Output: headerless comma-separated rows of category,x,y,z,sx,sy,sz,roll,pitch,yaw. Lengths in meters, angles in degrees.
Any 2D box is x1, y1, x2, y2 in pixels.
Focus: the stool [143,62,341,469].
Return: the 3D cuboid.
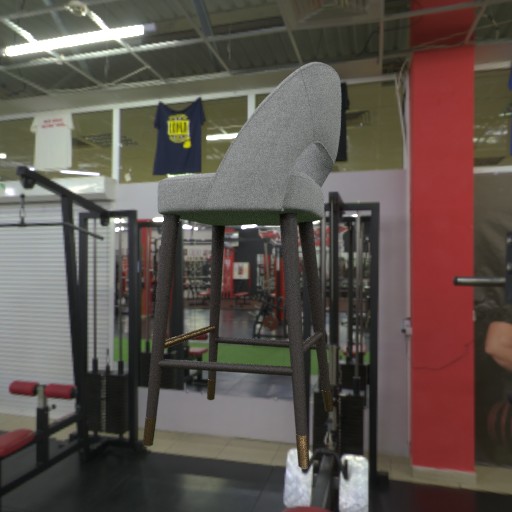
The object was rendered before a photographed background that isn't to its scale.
stool,0.000,0.000,1.348,0.509,1.037,0.494,0,-1,18
